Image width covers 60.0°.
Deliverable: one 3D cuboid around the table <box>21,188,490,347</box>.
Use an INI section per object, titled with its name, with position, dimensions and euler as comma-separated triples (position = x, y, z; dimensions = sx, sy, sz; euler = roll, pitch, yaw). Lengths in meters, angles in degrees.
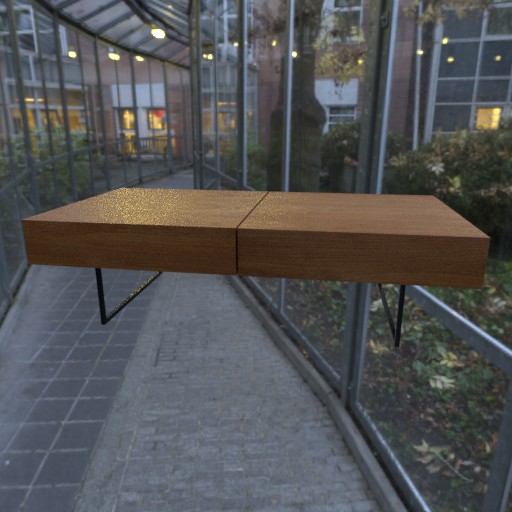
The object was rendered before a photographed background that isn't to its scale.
[table]
position = 0.000, 0.000, 1.449
dimensions = 1.194, 0.330, 0.610
euler = 3, 17, 9
